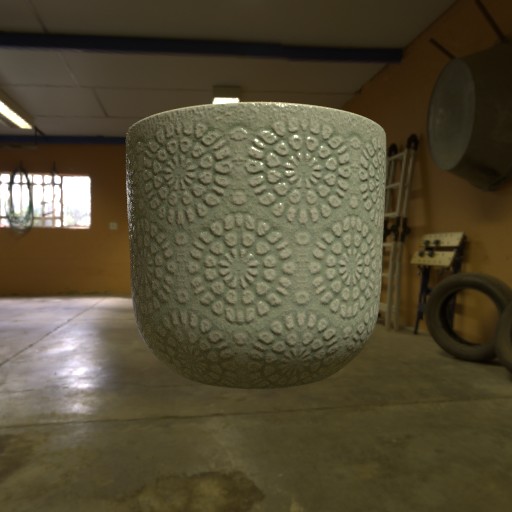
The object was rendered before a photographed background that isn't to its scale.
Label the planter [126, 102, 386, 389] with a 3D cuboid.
[{"bbox_3d":[0.000,0.000,0.301,0.169,0.153,0.169,0,1,0],"label":"planter"}]
